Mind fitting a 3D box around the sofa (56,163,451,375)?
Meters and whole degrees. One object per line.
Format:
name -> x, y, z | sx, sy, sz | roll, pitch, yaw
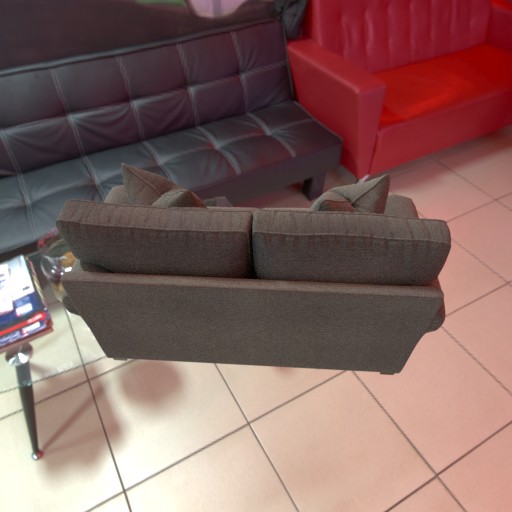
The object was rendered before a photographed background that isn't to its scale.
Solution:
sofa -> 0.000, 0.000, 2.287 | 1.701, 0.966, 0.966 | 2, 45, 2
